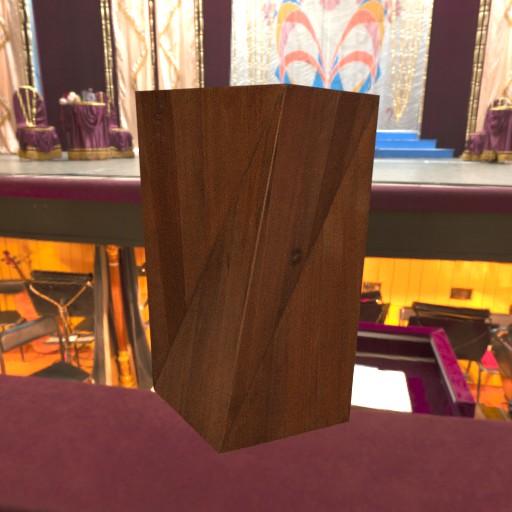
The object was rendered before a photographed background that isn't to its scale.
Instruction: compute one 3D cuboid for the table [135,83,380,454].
[{"bbox_3d":[0.000,0.000,0.888,0.441,0.604,0.425,2,15,9],"label":"table"}]
